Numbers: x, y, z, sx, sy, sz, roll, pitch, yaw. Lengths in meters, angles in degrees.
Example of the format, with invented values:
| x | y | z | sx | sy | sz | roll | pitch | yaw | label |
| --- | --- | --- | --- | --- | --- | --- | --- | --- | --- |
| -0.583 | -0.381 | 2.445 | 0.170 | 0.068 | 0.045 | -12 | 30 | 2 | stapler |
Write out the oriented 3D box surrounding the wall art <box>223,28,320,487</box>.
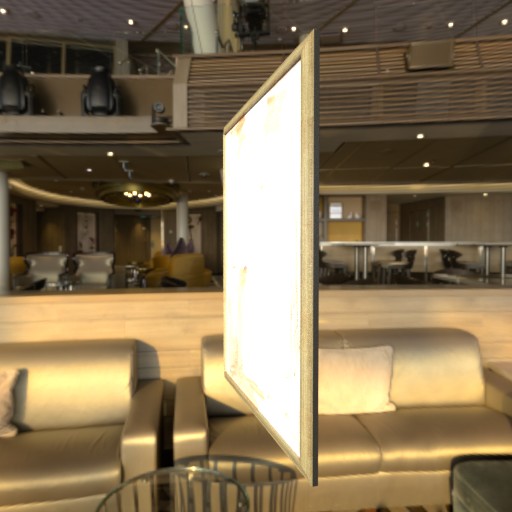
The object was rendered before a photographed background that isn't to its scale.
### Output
| x | y | z | sx | sy | sz | roll | pitch | yaw | label |
| --- | --- | --- | --- | --- | --- | --- | --- | --- | --- |
| 0.000 | 0.000 | 0.904 | 0.018 | 0.660 | 0.559 | 0 | 2 | -17 | wall art |
